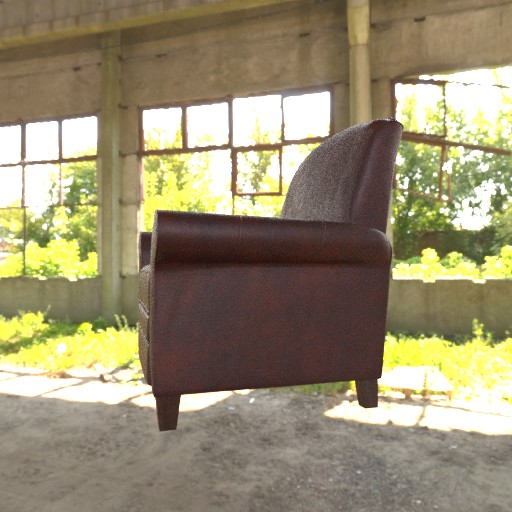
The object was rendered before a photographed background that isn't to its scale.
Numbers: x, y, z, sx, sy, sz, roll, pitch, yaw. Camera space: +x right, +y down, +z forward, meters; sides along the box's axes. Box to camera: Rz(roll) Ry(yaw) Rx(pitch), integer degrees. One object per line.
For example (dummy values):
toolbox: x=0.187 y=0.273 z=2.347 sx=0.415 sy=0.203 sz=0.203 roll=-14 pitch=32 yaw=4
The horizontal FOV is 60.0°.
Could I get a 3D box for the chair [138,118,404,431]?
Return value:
chair: x=0.000 y=0.000 z=1.783 sx=0.902 sy=1.061 sz=0.978 roll=0 pitch=-1 yaw=-18
